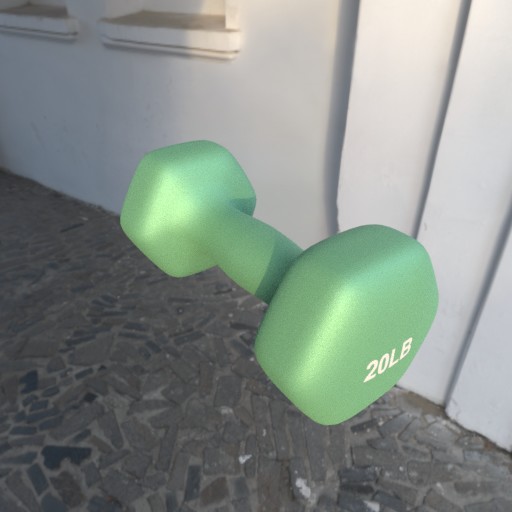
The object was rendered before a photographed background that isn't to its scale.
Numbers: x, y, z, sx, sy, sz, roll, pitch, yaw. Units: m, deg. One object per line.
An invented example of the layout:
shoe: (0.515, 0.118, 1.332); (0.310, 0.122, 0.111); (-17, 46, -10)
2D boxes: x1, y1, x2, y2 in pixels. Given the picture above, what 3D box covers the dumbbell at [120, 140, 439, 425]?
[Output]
dumbbell: (0.000, 0.000, 0.338); (0.129, 0.117, 0.260); (-21, 38, -30)
